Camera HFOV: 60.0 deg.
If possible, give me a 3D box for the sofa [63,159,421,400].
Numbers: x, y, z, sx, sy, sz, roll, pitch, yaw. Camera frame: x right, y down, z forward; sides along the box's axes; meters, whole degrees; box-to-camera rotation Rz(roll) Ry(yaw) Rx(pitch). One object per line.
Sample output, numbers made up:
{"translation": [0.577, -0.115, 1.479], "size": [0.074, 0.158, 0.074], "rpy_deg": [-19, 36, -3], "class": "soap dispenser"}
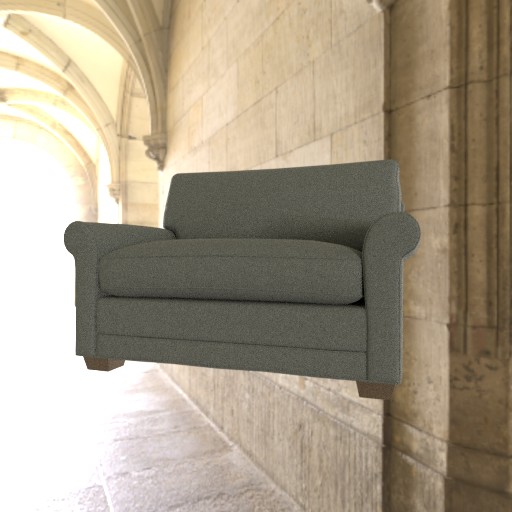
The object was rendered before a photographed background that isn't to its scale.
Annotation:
{"translation": [0.000, 0.000, 2.041], "size": [1.410, 0.953, 0.940], "rpy_deg": [0, 0, 19], "class": "sofa"}
